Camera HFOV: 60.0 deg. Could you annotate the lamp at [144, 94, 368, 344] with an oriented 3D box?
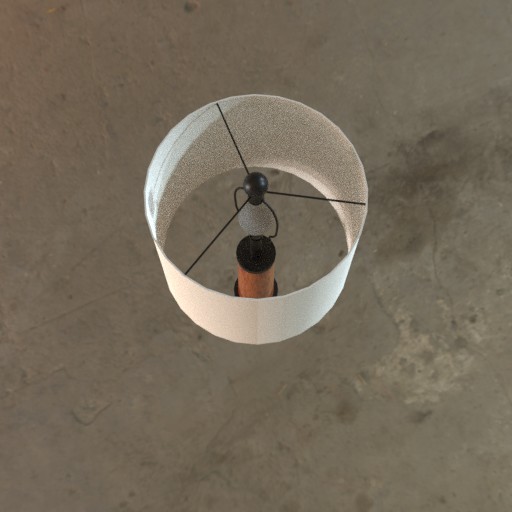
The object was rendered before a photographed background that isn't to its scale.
[{"bbox_3d":[0.000,0.000,0.866,0.349,0.667,0.349,0,73,0],"label":"lamp"}]
